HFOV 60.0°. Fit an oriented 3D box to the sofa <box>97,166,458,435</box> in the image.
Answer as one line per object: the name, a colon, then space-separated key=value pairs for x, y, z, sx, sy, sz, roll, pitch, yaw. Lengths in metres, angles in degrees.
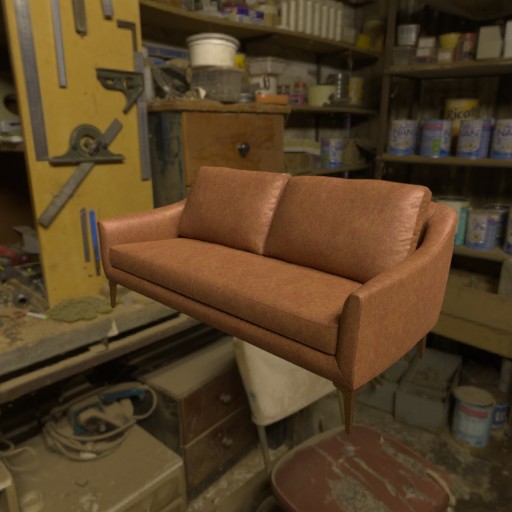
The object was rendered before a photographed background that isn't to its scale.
sofa: x=0.000 y=0.000 z=2.631 sx=2.036 sy=0.945 sz=0.981 roll=15 pitch=21 yaw=42
